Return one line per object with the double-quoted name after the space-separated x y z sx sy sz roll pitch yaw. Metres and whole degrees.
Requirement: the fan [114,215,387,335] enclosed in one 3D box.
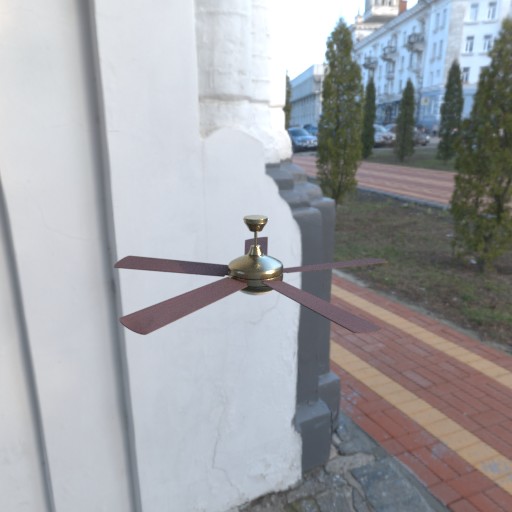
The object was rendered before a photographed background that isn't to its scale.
0.000 0.000 1.994 1.321 0.356 1.321 -2 17 -8 "fan"
